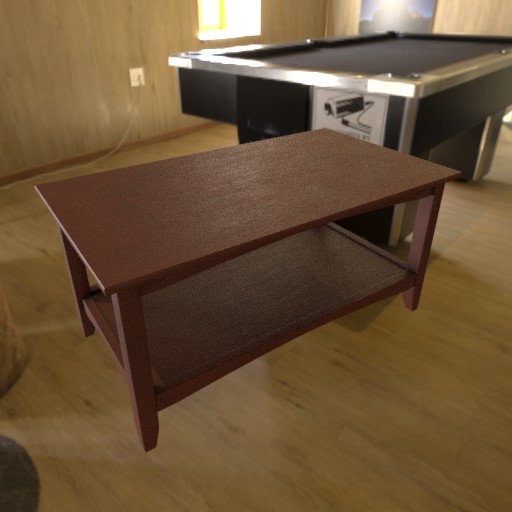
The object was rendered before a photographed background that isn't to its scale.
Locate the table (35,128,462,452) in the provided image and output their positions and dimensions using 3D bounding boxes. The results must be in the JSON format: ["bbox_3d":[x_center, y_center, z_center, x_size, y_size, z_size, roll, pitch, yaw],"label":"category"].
[{"bbox_3d":[0.000,0.000,1.232,0.943,0.456,0.533,-19,36,-29],"label":"table"}]
